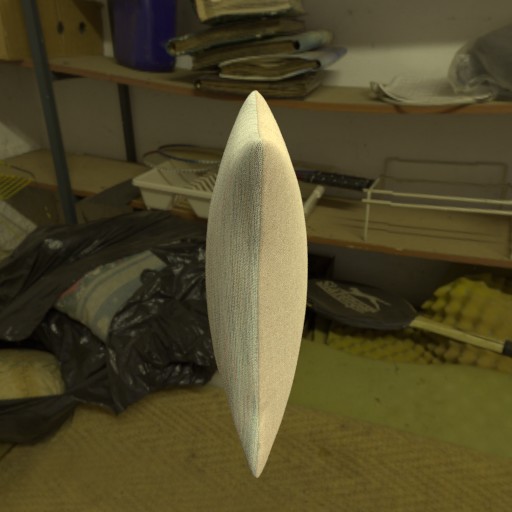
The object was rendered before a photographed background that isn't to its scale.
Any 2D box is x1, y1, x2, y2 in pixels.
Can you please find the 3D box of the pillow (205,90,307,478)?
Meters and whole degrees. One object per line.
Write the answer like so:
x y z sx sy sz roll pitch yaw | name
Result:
0.000 0.000 0.790 0.178 0.506 0.512 0 26 -1 | pillow
